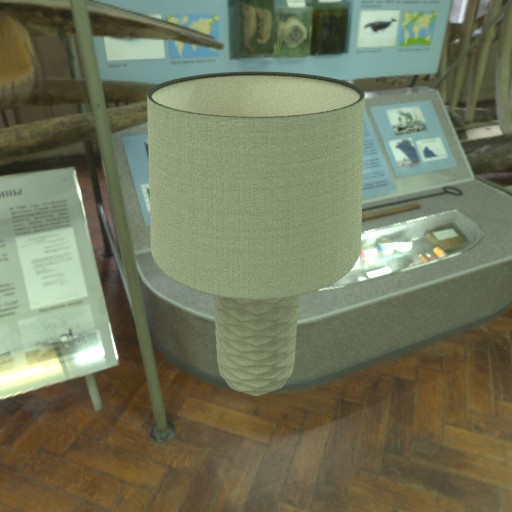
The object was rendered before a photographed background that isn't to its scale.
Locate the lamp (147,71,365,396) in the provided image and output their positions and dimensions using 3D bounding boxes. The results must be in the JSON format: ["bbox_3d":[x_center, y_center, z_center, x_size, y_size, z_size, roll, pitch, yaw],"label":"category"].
[{"bbox_3d":[0.000,0.000,0.830,0.376,0.594,0.376,0,32,0],"label":"lamp"}]
